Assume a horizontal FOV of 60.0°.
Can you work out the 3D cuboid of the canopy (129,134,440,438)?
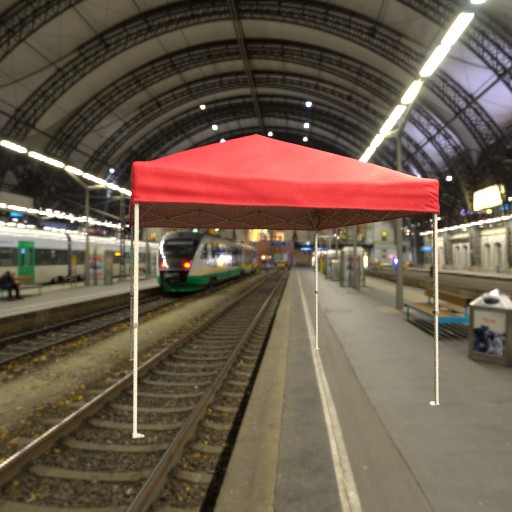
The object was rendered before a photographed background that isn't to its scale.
[{"bbox_3d":[0.000,0.000,5.453,2.996,2.997,2.998,0,0,-16],"label":"canopy"}]
